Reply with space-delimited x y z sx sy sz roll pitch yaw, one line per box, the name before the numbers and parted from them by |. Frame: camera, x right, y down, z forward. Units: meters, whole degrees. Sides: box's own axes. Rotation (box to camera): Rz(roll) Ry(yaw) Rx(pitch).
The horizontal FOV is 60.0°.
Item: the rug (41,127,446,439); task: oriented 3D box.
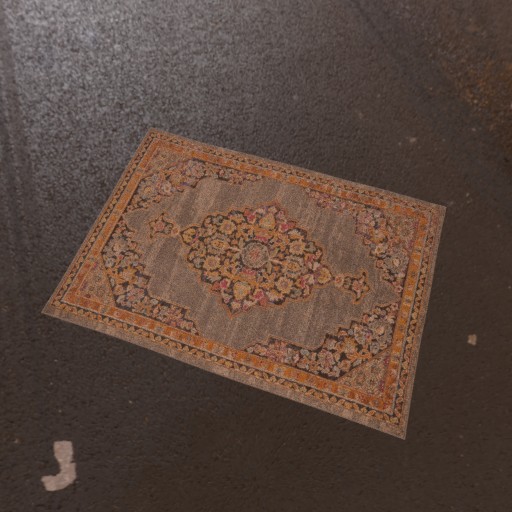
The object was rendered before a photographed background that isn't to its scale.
rug | 0.000 0.000 3.730 2.901 0.026 2.043 17 64 8
